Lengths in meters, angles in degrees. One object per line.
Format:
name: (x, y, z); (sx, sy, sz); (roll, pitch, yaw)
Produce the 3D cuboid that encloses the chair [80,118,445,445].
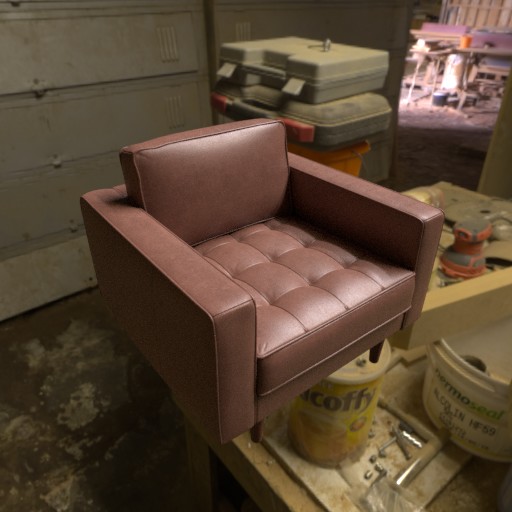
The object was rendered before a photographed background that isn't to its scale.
chair: (0.000, 0.000, 1.550); (0.920, 0.770, 0.900); (-22, 37, -31)
